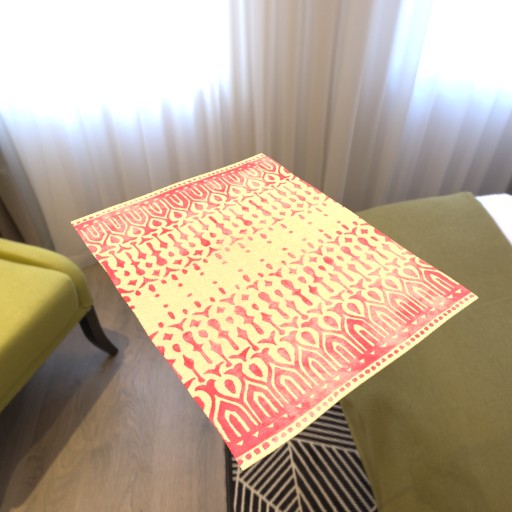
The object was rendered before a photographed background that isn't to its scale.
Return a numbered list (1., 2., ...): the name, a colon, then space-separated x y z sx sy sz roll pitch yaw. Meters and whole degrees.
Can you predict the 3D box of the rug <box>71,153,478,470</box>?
1. rug: 0.000 0.000 4.122 2.441 0.016 3.095 -26 48 -26
